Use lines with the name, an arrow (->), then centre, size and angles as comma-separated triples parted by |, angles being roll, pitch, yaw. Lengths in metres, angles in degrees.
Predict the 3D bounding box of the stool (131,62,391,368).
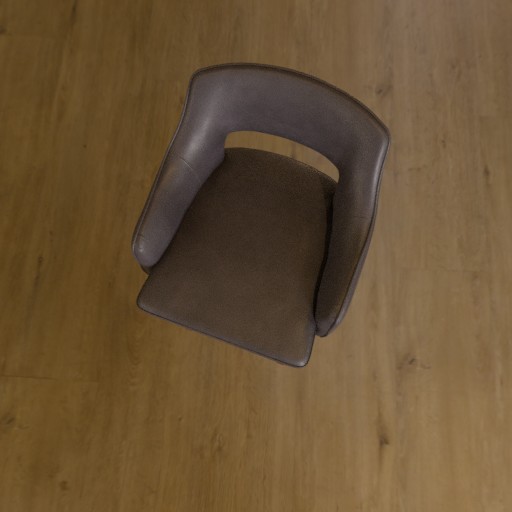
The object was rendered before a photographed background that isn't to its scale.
stool -> 0.000, 0.000, 1.344 | 0.550, 1.041, 0.560 | 19, 76, 5
